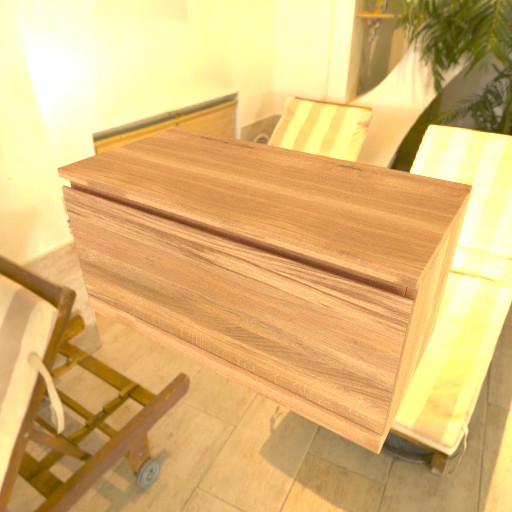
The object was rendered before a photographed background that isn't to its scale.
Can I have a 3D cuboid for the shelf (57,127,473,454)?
[{"bbox_3d":[0.000,0.000,1.050,0.800,0.400,0.400,19,36,27],"label":"shelf"}]
